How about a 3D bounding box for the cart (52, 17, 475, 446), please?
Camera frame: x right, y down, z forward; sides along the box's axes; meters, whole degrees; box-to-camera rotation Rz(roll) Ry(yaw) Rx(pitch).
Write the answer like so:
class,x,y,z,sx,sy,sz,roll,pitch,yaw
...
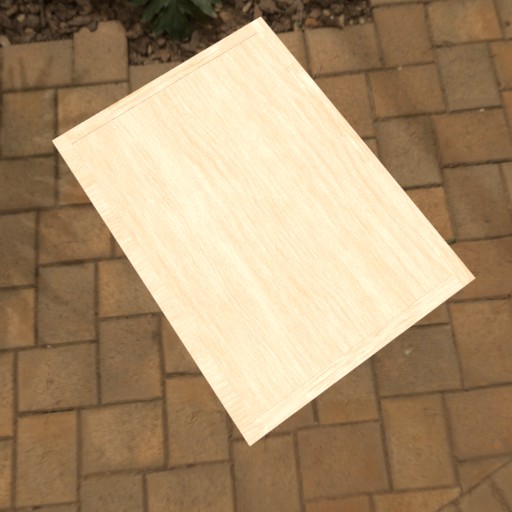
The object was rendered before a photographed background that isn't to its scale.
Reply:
class,x,y,z,sx,sy,sz,roll,pitch,yaw
cart,0.000,0.000,1.381,0.559,0.914,0.762,-34,79,-7
